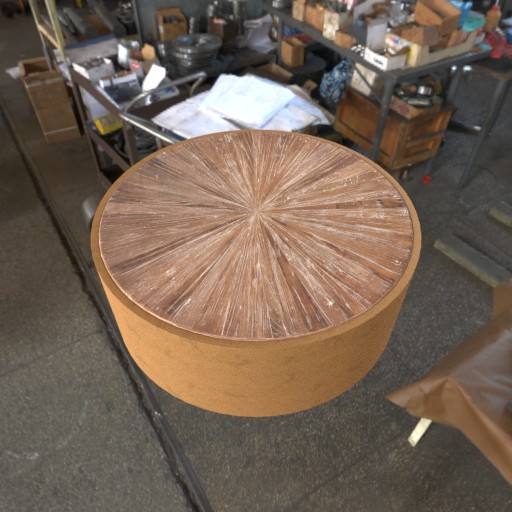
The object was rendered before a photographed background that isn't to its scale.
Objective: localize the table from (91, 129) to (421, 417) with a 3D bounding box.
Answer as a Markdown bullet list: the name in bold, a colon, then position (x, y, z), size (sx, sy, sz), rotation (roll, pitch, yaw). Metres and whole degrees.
- **table**: position (0.000, 0.000, 1.528), size (1.001, 0.409, 1.001), rotation (0, 46, 0)
